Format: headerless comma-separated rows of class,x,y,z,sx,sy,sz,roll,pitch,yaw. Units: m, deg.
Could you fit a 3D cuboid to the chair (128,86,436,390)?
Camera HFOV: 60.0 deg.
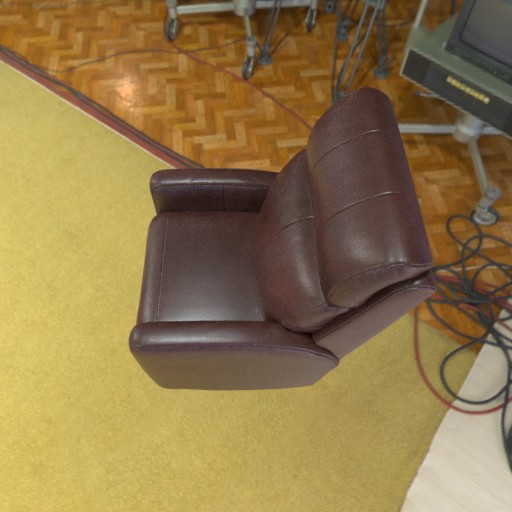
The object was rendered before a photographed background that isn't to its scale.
chair,0.000,0.000,1.672,0.939,1.016,0.787,-1,59,-1
